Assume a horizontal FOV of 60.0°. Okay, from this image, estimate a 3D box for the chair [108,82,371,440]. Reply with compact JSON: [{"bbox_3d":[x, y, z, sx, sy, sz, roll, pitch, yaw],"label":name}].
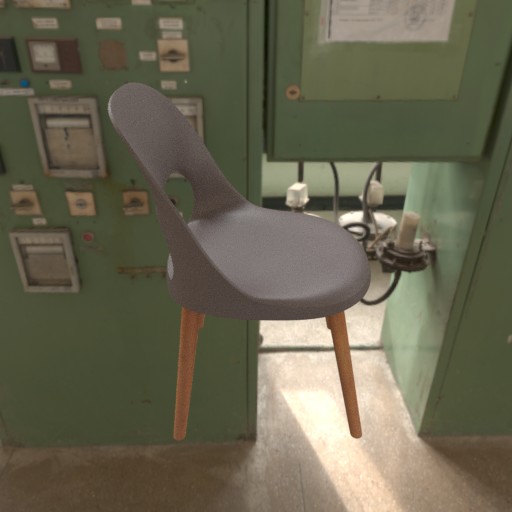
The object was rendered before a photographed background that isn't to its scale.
[{"bbox_3d":[0.000,0.000,1.098,0.556,0.794,0.470,0,30,0],"label":"chair"}]
